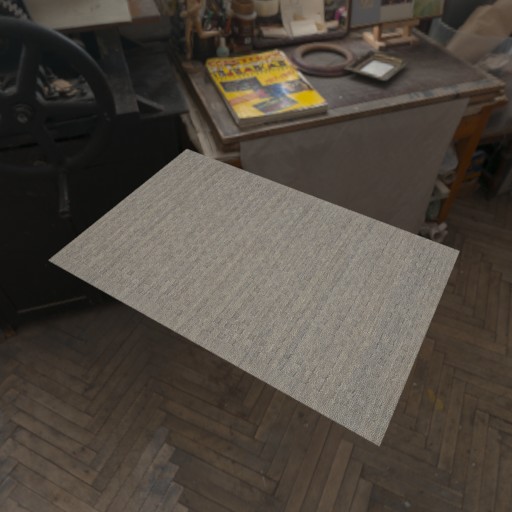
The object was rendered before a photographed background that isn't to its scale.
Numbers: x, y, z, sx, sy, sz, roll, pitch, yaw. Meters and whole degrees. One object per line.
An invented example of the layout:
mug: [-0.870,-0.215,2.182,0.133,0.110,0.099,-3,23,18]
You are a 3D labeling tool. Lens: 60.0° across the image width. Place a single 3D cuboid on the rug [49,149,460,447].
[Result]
rug: [0.000,0.000,2.255,1.752,0.006,1.142,24,52,21]
